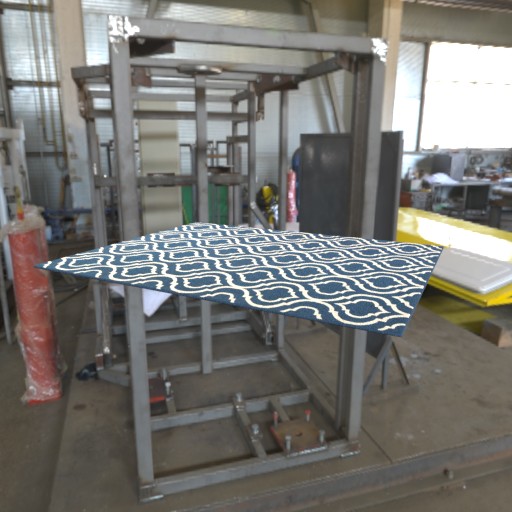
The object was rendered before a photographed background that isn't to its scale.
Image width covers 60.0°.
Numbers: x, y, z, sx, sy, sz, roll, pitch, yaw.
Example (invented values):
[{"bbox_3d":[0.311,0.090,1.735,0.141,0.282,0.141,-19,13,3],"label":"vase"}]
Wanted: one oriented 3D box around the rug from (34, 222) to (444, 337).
[{"bbox_3d":[0.000,0.000,3.915,2.881,0.020,2.270,7,16,26],"label":"rug"}]
